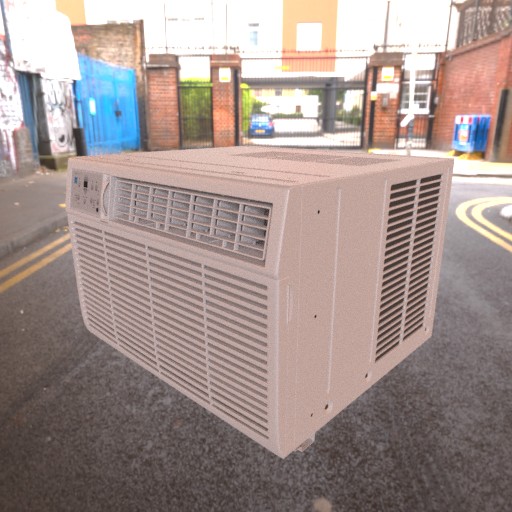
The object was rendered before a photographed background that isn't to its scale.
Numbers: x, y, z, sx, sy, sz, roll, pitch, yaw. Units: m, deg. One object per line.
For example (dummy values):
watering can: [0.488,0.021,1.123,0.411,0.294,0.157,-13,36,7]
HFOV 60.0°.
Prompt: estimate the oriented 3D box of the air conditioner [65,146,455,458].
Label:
air conditioner: [0.000,0.000,1.045,0.645,0.455,0.599,16,23,41]
